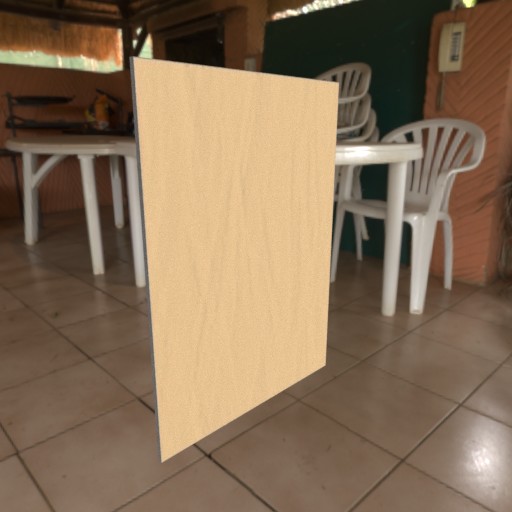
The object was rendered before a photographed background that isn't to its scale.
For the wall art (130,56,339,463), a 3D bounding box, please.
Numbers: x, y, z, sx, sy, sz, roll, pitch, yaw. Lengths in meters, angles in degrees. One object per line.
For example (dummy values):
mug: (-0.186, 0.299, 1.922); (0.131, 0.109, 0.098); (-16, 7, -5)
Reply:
wall art: (0.000, 0.000, 1.449); (0.810, 1.116, 0.016); (-15, 22, -43)
